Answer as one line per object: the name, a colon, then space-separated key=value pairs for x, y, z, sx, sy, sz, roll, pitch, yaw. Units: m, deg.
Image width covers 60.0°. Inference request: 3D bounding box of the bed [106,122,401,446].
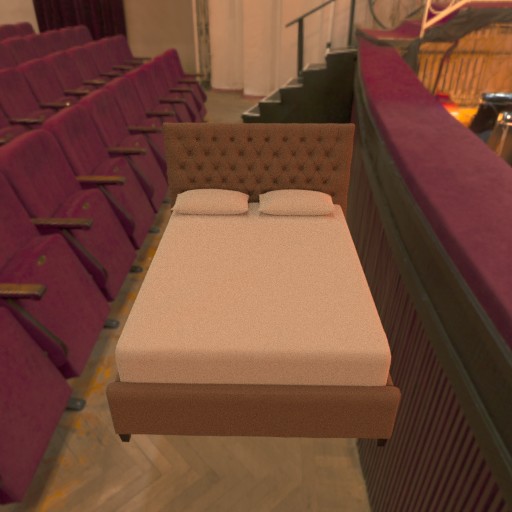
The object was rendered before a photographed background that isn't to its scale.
bed: x=0.000 y=0.000 z=3.314 sx=1.696 sy=1.426 sz=2.233 roll=1 pitch=31 yaw=1
